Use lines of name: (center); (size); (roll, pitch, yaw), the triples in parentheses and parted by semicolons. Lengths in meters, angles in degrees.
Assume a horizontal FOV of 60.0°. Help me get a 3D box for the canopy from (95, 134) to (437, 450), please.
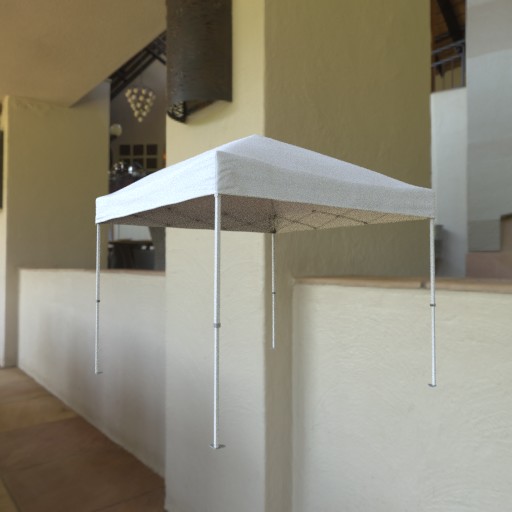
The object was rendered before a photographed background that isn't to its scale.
canopy: (0.000, 0.000, 5.425); (2.996, 2.997, 2.998); (1, -2, -37)
